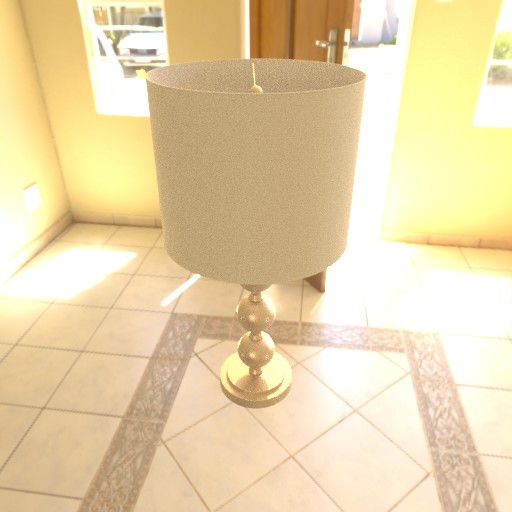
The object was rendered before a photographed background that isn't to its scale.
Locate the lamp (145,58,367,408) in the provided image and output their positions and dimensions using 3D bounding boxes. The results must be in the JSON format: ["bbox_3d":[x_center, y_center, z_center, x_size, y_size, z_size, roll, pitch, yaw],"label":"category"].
[{"bbox_3d":[0.000,0.000,0.695,0.277,0.538,0.277,-1,31,-2],"label":"lamp"}]
